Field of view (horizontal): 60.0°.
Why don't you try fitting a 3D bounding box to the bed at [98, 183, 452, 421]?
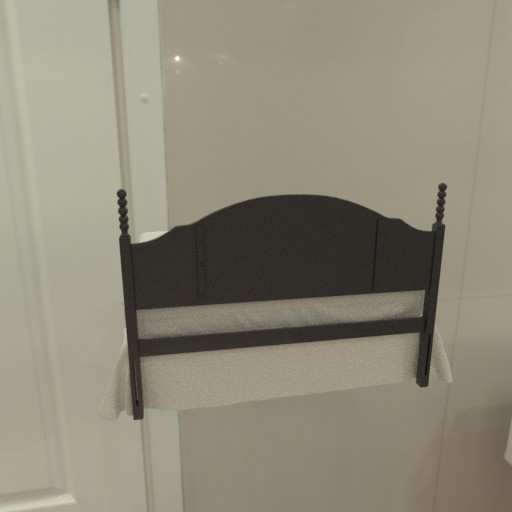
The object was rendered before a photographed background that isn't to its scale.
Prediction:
[{"bbox_3d":[0.000,0.000,3.668,2.322,1.355,2.219,-3,15,-11],"label":"bed"}]
